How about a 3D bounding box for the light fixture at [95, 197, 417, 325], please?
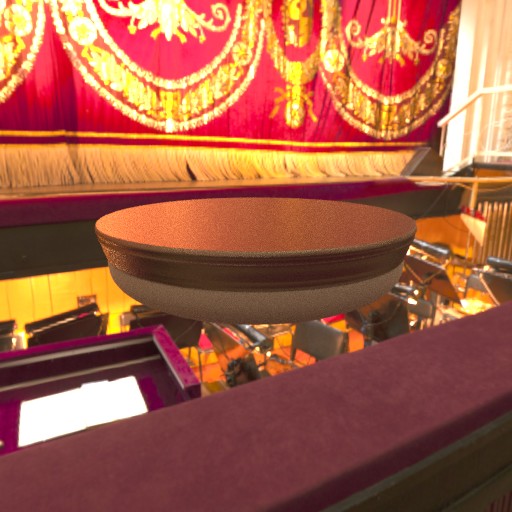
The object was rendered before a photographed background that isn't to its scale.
[{"bbox_3d":[0.000,0.000,0.547,0.368,0.100,0.368,0,14,0],"label":"light fixture"}]
